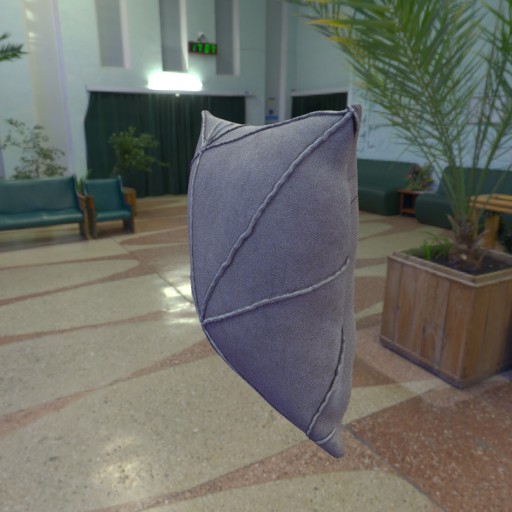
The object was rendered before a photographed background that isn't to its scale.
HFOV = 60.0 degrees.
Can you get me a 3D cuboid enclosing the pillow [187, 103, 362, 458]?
[{"bbox_3d":[0.000,0.000,0.683,0.185,0.440,0.439,-8,18,-26],"label":"pillow"}]
